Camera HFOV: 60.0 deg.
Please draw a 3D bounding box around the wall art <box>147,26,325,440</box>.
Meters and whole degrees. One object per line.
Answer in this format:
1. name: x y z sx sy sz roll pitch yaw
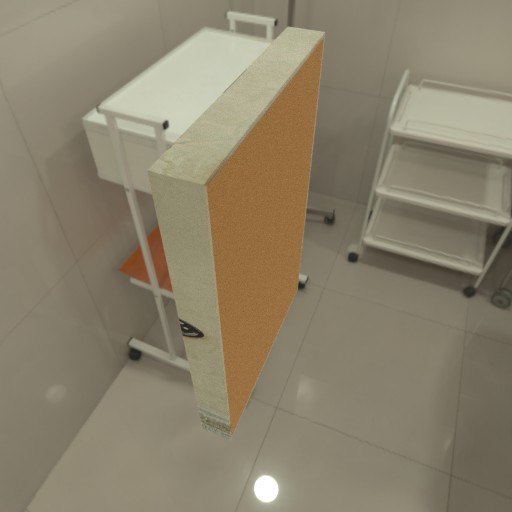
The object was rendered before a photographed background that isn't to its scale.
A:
1. wall art: 0.000 0.000 0.480 0.038 0.381 0.254 16 49 15
